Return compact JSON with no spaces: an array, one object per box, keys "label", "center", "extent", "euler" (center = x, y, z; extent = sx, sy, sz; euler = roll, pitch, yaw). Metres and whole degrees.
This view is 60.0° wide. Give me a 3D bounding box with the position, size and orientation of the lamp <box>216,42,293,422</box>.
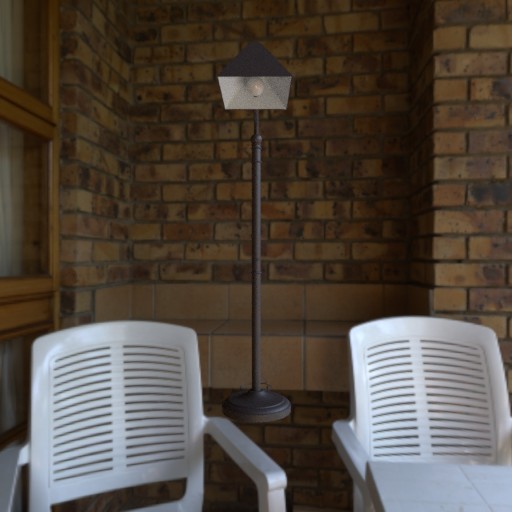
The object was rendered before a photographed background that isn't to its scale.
[{"label":"lamp","center":[0.000,0.000,0.964],"extent":[0.159,0.708,0.545],"euler":[0,0,0]}]
